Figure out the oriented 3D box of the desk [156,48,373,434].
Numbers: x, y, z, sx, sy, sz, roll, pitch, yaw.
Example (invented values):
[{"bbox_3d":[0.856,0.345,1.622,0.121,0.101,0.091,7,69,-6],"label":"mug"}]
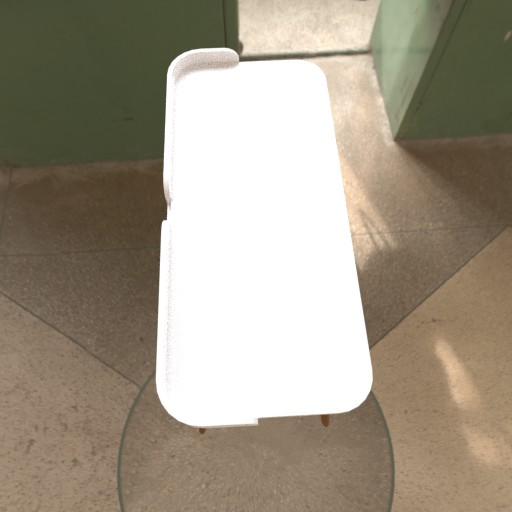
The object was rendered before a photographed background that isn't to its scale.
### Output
[{"bbox_3d":[0.000,0.000,1.635,0.534,0.807,1.206,-3,66,-1],"label":"desk"}]
